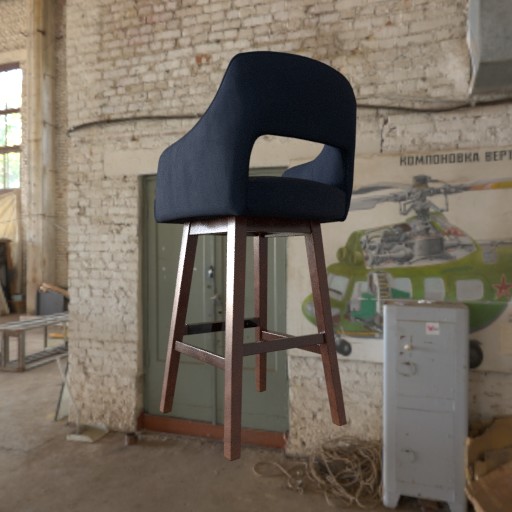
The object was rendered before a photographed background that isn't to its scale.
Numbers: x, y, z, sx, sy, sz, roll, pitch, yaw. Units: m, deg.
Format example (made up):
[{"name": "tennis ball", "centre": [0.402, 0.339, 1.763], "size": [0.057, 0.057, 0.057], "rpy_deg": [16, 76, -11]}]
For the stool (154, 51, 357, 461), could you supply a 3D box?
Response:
[{"name": "stool", "centre": [0.000, 0.000, 1.391], "size": [0.550, 1.041, 0.560], "rpy_deg": [0, 0, -36]}]
